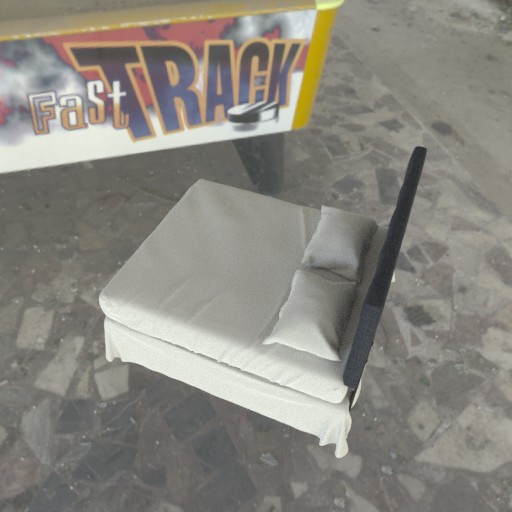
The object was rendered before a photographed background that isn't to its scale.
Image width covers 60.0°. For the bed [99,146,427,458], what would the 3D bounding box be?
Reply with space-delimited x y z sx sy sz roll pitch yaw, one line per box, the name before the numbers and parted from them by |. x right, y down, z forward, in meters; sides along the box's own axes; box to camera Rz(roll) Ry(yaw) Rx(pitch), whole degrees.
bed | 0.000 0.000 3.565 2.222 1.577 1.936 17 48 16
